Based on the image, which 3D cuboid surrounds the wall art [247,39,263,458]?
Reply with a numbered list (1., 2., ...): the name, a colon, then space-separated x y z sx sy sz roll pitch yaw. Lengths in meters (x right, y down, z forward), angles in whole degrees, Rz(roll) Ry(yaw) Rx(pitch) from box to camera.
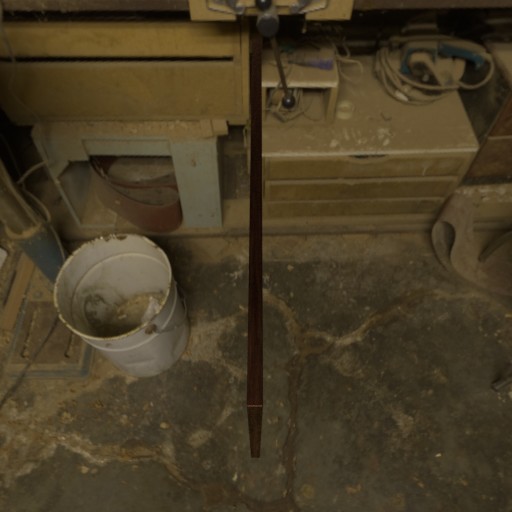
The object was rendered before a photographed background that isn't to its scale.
1. wall art: 0.000 0.000 0.557 0.012 0.304 0.431 0 59 0
